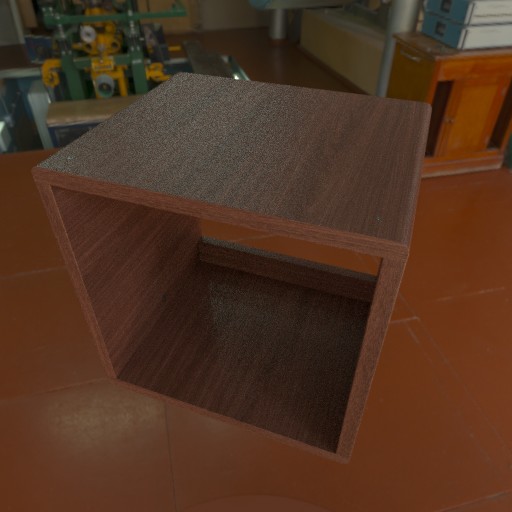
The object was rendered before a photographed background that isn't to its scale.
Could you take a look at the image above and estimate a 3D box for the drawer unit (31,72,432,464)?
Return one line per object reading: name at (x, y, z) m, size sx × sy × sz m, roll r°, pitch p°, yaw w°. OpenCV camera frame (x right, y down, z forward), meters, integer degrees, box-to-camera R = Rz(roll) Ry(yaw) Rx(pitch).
drawer unit at (0.000, 0.000, 0.588) m, size 0.349 × 0.351 × 0.290 m, roll 13°, pitch 42°, yaw 15°
